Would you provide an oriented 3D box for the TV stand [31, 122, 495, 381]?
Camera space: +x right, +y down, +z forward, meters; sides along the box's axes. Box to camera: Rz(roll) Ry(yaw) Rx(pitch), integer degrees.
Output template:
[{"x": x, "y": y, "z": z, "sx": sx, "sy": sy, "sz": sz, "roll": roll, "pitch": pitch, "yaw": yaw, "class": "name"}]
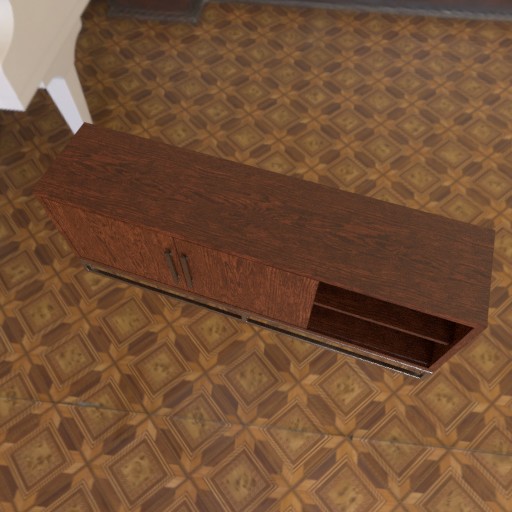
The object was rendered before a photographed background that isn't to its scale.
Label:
[{"x": 0.000, "y": 0.000, "z": 1.744, "sx": 1.541, "sy": 0.578, "sz": 0.382, "roll": 17, "pitch": 61, "yaw": 10, "class": "TV stand"}]
